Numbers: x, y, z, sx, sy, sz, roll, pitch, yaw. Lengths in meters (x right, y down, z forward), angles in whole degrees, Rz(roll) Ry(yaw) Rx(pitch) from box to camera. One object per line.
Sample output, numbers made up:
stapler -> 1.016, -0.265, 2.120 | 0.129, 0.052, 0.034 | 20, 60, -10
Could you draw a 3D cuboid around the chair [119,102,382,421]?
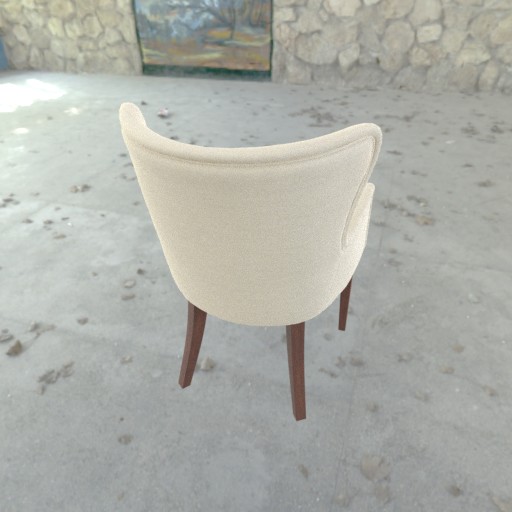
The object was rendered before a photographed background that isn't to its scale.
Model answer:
chair -> 0.000, 0.000, 1.456 | 0.696, 0.990, 0.744 | 10, 33, 16
